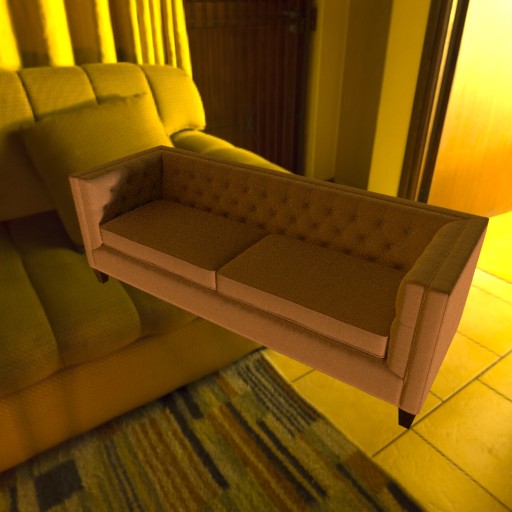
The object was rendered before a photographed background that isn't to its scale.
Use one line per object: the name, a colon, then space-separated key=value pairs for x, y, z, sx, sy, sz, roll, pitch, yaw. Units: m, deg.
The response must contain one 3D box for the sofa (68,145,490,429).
sofa: x=0.000 y=0.000 z=2.530 sx=2.159 sy=0.762 sz=0.775 roll=19 pitch=35 yaw=29
